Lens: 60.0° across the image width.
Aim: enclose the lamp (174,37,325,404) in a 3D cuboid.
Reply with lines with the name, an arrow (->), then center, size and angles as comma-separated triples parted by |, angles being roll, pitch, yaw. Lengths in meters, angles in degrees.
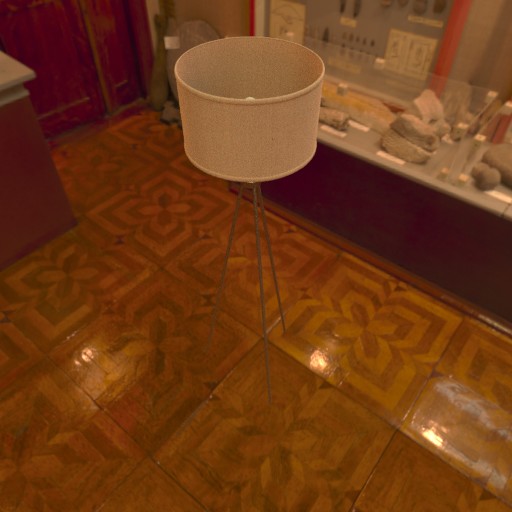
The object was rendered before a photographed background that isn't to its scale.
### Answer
lamp -> 0.000, 0.000, 1.778 | 0.449, 1.545, 0.460 | 32, 54, 27
